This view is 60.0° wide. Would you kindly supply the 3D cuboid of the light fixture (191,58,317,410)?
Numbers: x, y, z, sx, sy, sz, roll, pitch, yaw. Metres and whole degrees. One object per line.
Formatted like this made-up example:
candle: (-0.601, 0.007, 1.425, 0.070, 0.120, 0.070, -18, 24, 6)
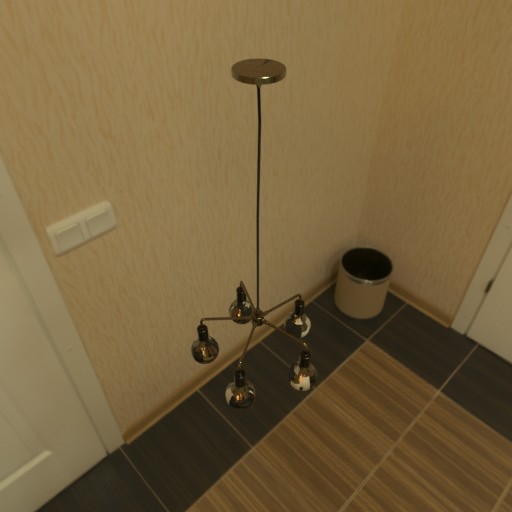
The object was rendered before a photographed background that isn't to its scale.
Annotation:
light fixture: (0.000, 0.000, 1.208, 0.438, 0.988, 0.421, 12, 43, 13)
